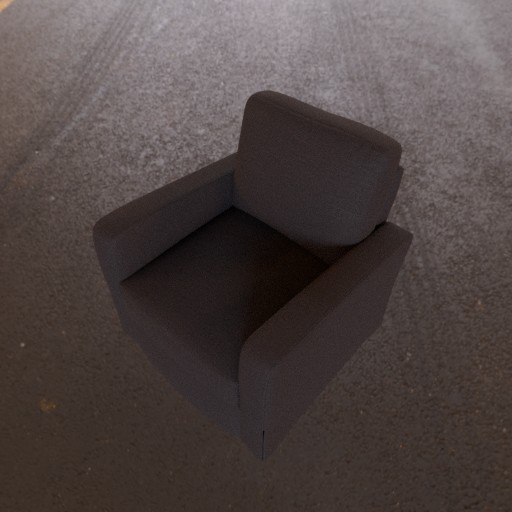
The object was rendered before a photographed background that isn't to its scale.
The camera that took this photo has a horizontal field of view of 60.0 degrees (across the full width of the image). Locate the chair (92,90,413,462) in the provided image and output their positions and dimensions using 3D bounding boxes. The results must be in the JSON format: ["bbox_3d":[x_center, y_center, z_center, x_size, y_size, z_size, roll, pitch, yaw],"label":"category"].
[{"bbox_3d":[0.000,0.000,1.560,0.798,0.855,0.863,34,56,27],"label":"chair"}]
